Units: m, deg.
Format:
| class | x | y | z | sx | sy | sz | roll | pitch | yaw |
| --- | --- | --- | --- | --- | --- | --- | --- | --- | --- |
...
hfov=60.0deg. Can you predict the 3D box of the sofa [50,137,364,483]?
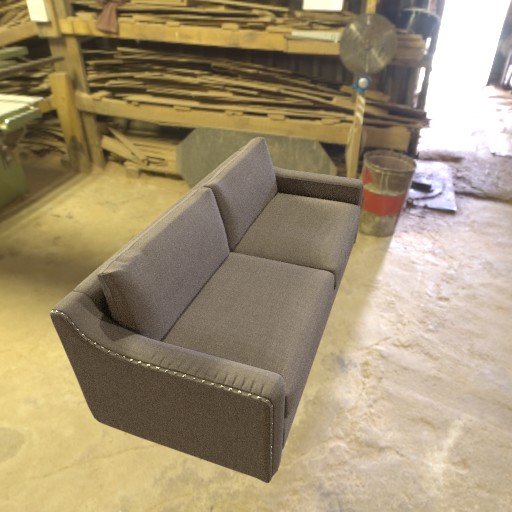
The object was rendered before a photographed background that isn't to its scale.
| class | x | y | z | sx | sy | sz | roll | pitch | yaw |
| --- | --- | --- | --- | --- | --- | --- | --- | --- | --- |
| sofa | 0.000 | 0.000 | 2.672 | 1.000 | 0.857 | 2.208 | 11 | 34 | 17 |
